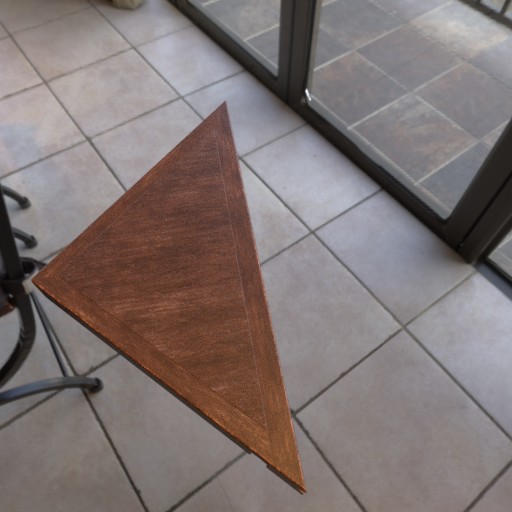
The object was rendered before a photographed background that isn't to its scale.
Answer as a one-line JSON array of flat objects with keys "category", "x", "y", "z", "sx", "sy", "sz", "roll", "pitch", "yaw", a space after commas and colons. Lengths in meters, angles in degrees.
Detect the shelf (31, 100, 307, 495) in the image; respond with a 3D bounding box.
[{"category": "shelf", "x": 0.000, "y": 0.000, "z": 0.435, "sx": 0.296, "sy": 0.035, "sz": 0.296, "roll": 31, "pitch": 64, "yaw": 17}]
